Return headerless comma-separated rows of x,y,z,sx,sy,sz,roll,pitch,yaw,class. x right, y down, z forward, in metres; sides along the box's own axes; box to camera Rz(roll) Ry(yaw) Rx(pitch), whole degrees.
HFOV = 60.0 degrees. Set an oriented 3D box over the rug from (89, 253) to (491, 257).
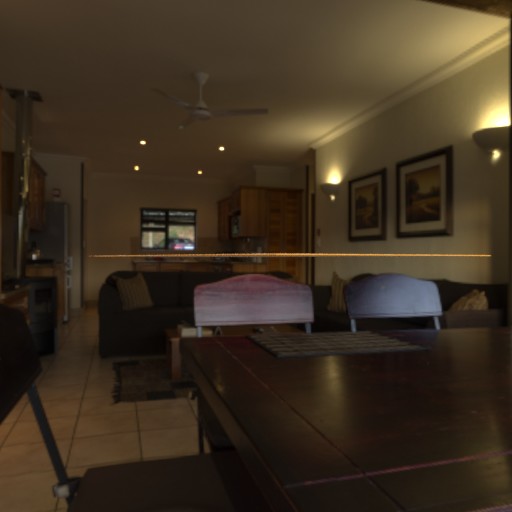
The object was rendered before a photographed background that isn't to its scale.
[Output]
0.000,0.000,2.955,1.525,0.007,2.336,0,0,-36,rug
